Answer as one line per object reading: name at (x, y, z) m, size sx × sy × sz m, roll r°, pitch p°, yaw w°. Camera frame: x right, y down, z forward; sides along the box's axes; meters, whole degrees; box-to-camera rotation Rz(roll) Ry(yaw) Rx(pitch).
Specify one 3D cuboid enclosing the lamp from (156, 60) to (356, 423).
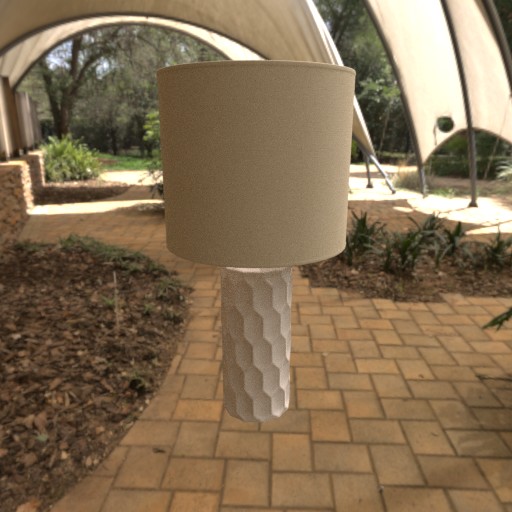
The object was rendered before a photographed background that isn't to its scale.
lamp at (0.000, 0.000, 0.702) m, size 0.277 × 0.537 × 0.277 m, roll -8°, pitch 18°, yaw -25°
